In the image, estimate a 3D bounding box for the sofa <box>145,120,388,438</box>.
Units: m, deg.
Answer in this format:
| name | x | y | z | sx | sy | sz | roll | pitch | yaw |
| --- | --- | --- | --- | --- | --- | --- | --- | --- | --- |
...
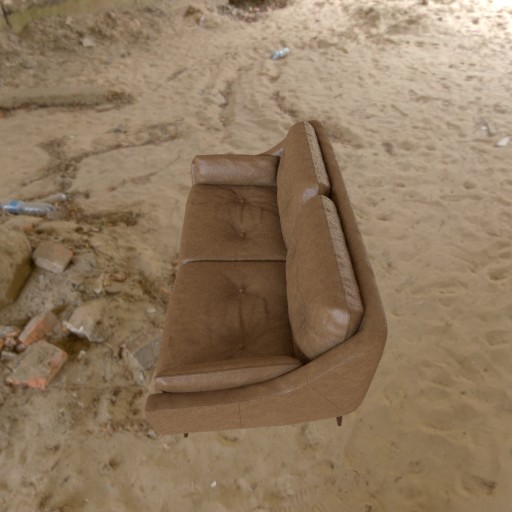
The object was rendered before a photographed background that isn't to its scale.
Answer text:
| name | x | y | z | sx | sy | sz | roll | pitch | yaw |
| --- | --- | --- | --- | --- | --- | --- | --- | --- | --- |
| sofa | 0.000 | 0.000 | 2.378 | 0.904 | 0.839 | 1.902 | -1 | 40 | -1 |
